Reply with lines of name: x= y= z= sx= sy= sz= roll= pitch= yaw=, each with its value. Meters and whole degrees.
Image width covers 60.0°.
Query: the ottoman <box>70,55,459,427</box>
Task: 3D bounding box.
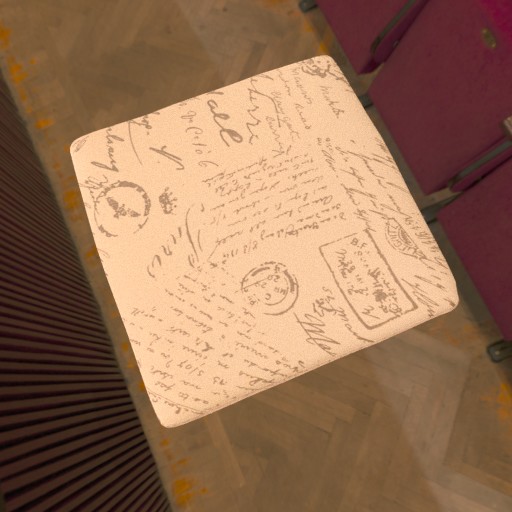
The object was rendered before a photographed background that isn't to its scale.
ottoman: x=0.000 y=0.000 z=0.825 sx=0.450 sy=0.457 sz=0.449 roll=-22 pitch=76 yaw=-6
